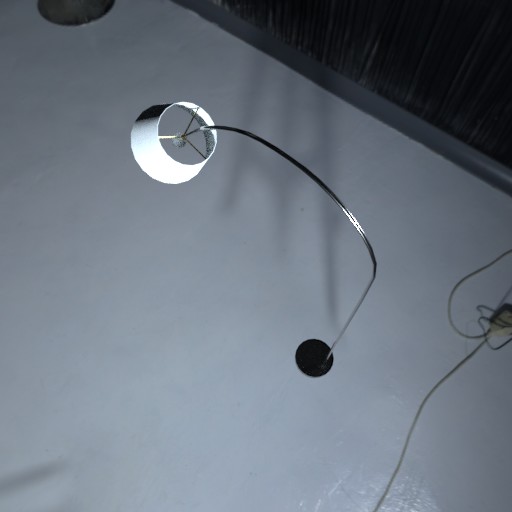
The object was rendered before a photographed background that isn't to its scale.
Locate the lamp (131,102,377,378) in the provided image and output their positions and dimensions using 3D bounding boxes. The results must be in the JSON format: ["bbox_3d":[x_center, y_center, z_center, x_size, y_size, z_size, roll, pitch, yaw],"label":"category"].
[{"bbox_3d":[0.000,0.000,2.634,1.445,2.098,0.406,36,69,16],"label":"lamp"}]
